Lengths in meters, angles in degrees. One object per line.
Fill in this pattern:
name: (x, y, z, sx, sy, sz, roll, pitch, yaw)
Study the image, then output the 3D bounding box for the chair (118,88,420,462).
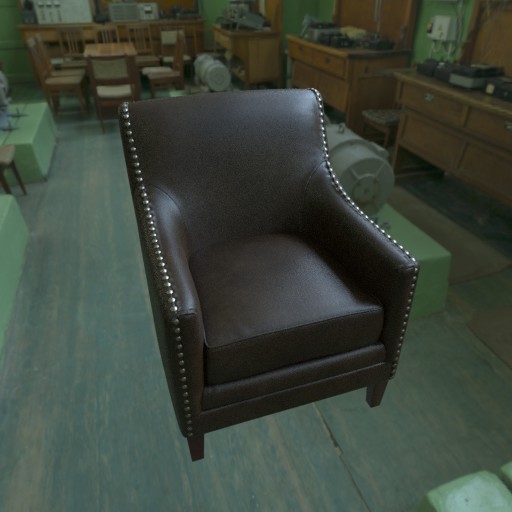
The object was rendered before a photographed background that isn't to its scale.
chair: (0.000, 0.000, 1.315, 0.639, 0.813, 0.704, -10, 34, -16)
